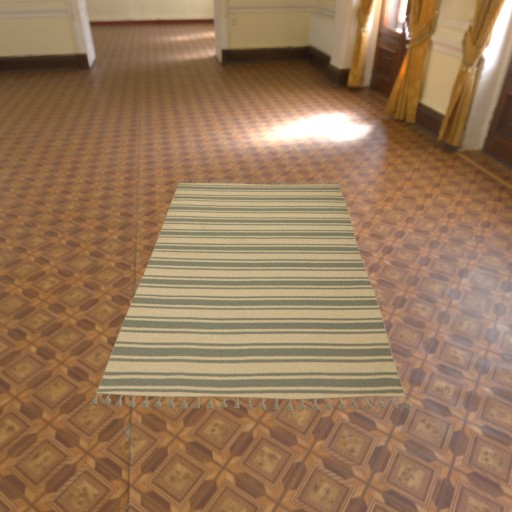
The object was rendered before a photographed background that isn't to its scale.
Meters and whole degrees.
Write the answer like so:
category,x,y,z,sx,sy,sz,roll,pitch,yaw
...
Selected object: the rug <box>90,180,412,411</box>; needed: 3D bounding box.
category,x,y,z,sx,sy,sz,roll,pitch,yaw
rug,0.000,0.000,2.528,1.222,0.009,2.084,1,34,1
